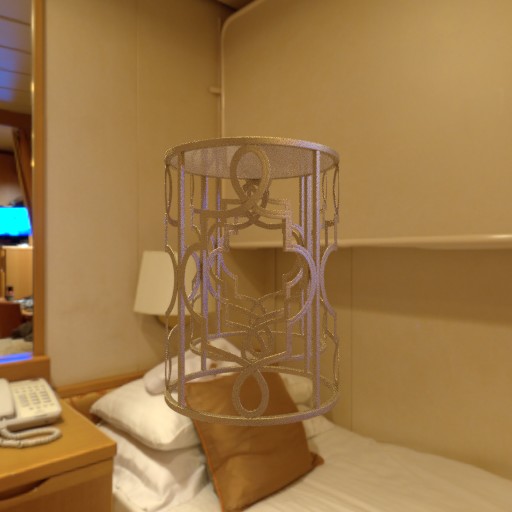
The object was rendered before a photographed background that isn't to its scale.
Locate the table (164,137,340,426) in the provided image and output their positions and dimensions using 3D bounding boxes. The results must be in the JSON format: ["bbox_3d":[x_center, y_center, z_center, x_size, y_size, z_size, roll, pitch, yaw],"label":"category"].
[{"bbox_3d":[0.000,0.000,1.162,0.420,0.564,0.846,0,0,2],"label":"table"}]
